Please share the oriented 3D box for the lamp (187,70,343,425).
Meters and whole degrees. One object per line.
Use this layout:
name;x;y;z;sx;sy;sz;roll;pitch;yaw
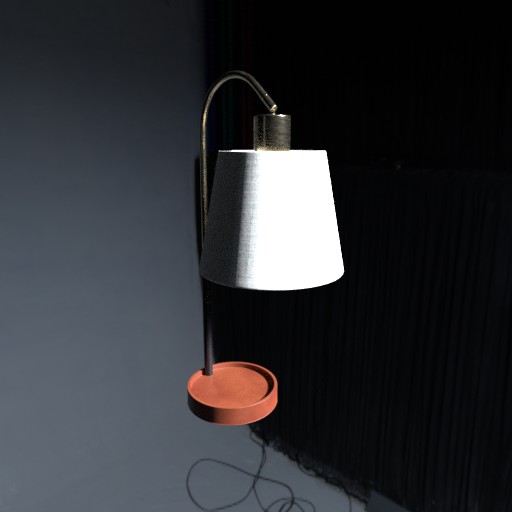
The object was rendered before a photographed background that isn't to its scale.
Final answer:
lamp;0.000;0.000;0.674;0.211;0.536;0.273;-13;19;-43
